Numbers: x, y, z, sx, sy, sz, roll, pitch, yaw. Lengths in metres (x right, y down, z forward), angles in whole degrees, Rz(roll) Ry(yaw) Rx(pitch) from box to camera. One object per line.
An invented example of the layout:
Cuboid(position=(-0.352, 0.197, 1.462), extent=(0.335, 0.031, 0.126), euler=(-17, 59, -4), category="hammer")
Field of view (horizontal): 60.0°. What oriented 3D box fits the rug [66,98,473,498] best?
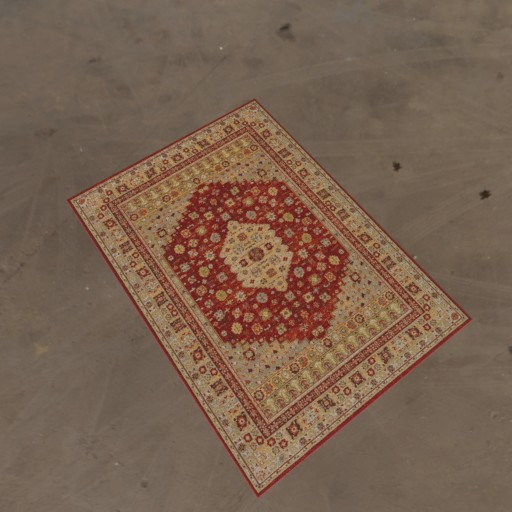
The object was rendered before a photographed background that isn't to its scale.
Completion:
Cuboid(position=(0.000, 0.000, 2.835), extent=(1.593, 0.013, 2.211), euler=(-33, 68, -15), category="rug")
